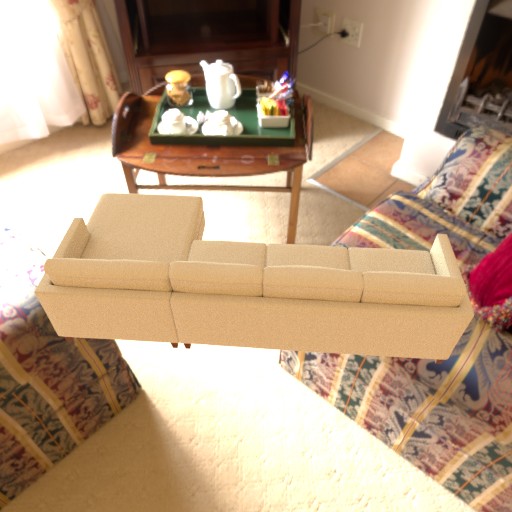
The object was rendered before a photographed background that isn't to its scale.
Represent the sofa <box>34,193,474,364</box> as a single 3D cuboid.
[{"bbox_3d":[0.000,0.000,4.176,3.471,0.954,1.599,3,46,3],"label":"sofa"}]
